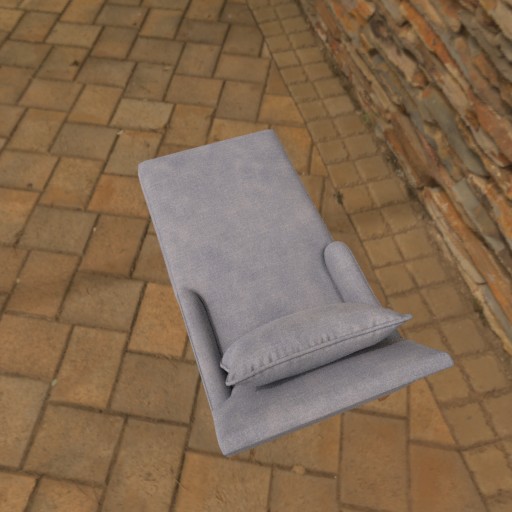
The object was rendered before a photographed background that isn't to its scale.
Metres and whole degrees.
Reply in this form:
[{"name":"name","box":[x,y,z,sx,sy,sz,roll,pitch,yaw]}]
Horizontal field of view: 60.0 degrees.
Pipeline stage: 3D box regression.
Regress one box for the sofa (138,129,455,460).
[{"name":"sofa","box":[0.000,0.000,2.262,0.904,0.883,1.779,-17,60,-10]}]
